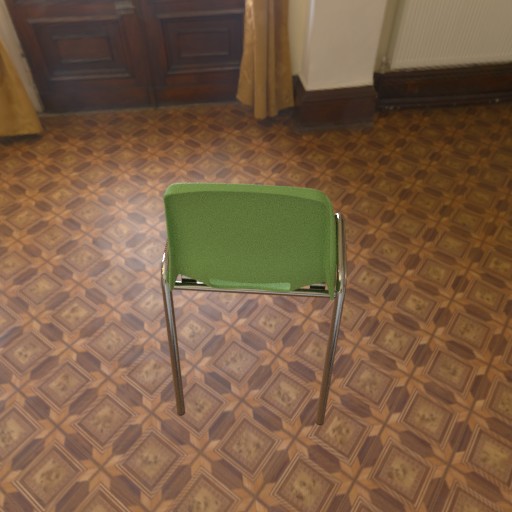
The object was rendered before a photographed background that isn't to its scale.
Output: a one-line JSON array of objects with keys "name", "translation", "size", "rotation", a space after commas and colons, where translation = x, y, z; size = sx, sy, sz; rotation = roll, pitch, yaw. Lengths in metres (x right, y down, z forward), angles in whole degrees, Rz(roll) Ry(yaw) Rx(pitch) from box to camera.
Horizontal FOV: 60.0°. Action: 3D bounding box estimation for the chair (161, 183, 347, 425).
[{"name": "chair", "translation": [0.000, 0.000, 0.959], "size": [0.381, 0.704, 0.436], "rotation": [3, 47, 3]}]
